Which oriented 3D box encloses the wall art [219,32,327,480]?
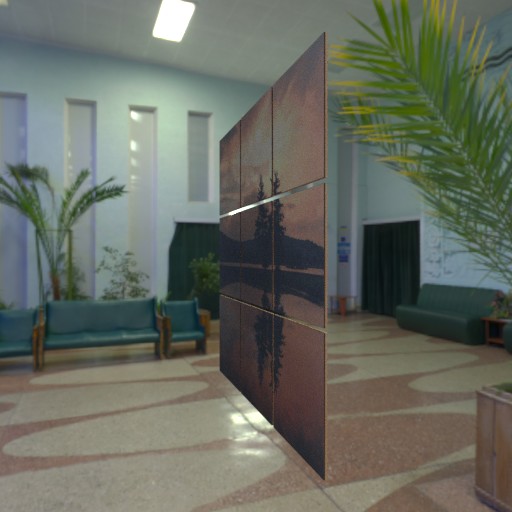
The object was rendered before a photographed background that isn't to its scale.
[{"bbox_3d":[0.000,0.000,2.229,0.013,1.525,1.520,0,0,-18],"label":"wall art"}]
